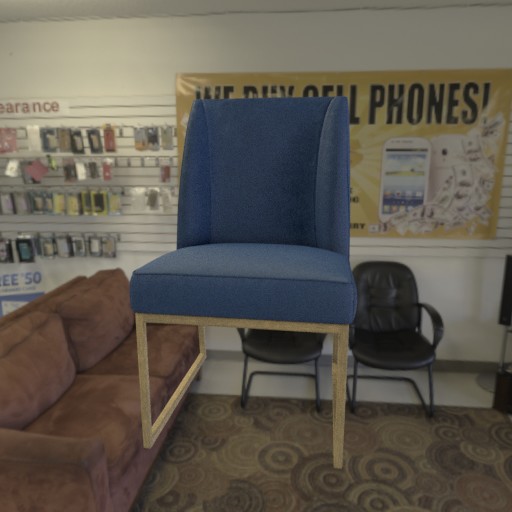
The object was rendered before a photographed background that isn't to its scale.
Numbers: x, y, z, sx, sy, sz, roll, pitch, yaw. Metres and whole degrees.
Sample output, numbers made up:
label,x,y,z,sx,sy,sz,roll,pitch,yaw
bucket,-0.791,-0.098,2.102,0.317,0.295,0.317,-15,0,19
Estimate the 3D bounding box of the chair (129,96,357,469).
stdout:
label,x,y,z,sx,sy,sz,roll,pitch,yaw
chair,0.000,0.000,1.185,0.508,0.863,0.522,2,13,9
